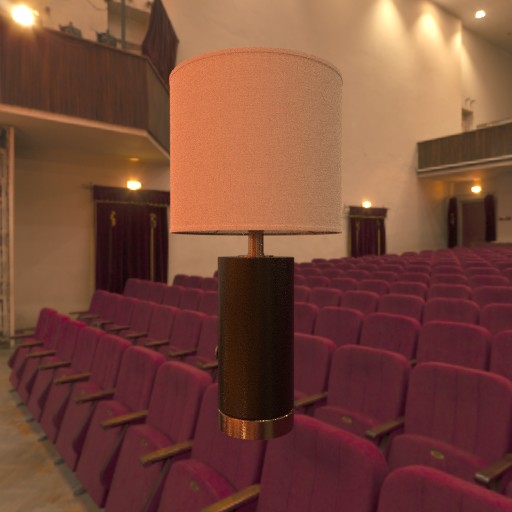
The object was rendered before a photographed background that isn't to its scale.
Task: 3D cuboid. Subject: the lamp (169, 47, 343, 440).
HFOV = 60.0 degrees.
[{"bbox_3d":[0.000,0.000,0.630,0.241,0.482,0.240,-1,1,-37],"label":"lamp"}]
